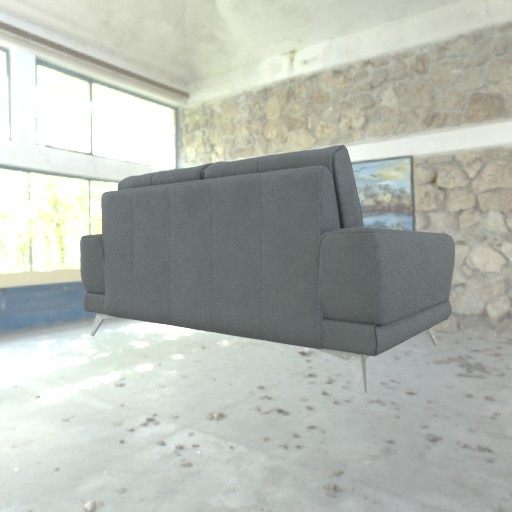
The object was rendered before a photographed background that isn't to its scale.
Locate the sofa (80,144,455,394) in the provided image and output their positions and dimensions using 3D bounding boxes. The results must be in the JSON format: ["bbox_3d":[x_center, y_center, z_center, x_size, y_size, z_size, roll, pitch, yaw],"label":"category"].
[{"bbox_3d":[0.000,0.000,2.371,1.806,0.907,1.018,1,2,37],"label":"sofa"}]
